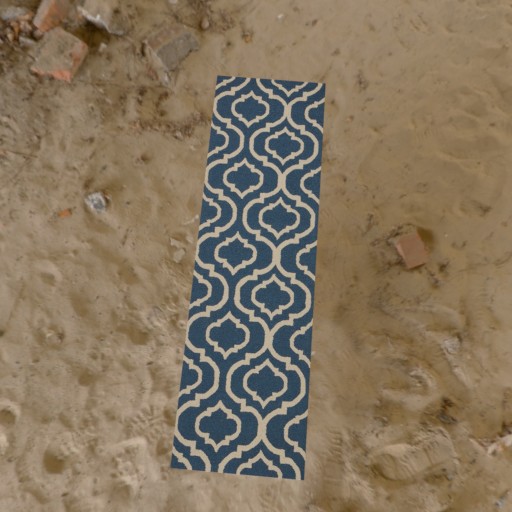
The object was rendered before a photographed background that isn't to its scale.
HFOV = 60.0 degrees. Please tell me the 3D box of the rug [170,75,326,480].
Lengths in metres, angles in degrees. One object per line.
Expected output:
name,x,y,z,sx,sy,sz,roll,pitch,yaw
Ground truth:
rug,0.000,0.000,2.528,0.685,0.006,2.296,5,77,1
